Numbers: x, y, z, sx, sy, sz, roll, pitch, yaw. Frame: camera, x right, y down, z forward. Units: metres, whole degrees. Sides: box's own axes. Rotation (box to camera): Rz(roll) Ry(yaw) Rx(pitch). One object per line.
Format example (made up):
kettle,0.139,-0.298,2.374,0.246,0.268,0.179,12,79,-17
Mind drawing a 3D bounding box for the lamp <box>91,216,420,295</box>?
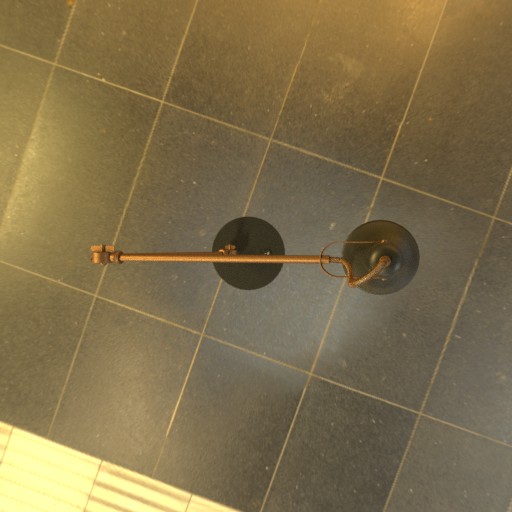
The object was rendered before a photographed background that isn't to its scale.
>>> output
lamp,0.000,0.000,0.862,0.561,0.587,0.187,0,91,2
